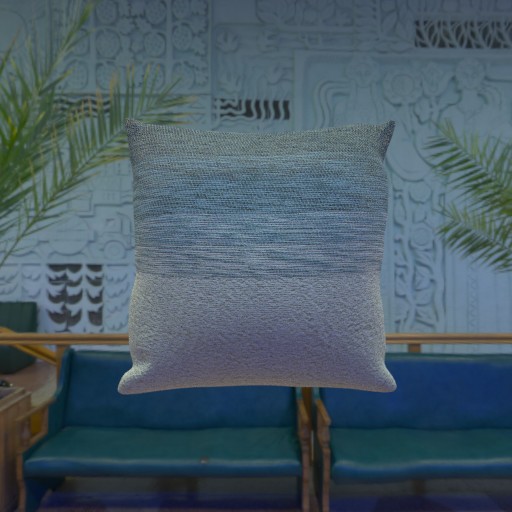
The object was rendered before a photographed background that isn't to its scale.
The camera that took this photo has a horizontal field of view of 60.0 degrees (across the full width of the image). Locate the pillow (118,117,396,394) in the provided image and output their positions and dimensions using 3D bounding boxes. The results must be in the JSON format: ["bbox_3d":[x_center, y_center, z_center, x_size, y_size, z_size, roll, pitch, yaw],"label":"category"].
[{"bbox_3d":[0.000,0.000,0.697,0.440,0.441,0.182,0,-1,1],"label":"pillow"}]
